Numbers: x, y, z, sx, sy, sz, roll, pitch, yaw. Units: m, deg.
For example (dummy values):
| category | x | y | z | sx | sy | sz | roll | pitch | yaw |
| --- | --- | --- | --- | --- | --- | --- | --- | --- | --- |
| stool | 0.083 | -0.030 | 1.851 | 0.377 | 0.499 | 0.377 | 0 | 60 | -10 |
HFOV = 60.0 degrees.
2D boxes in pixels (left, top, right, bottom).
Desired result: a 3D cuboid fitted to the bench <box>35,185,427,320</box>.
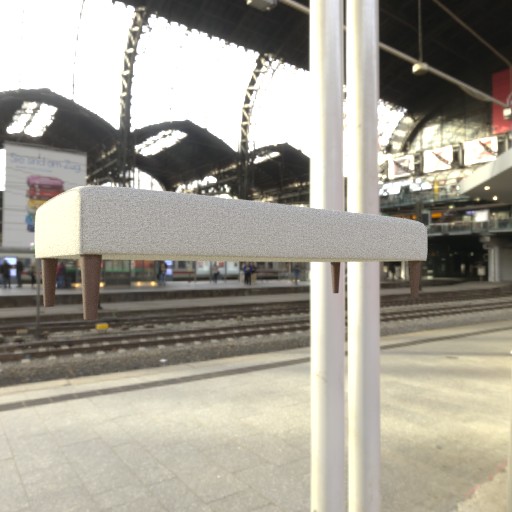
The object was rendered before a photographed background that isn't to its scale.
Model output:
| category | x | y | z | sx | sy | sz | roll | pitch | yaw |
| --- | --- | --- | --- | --- | --- | --- | --- | --- | --- |
| bench | 0.000 | 0.000 | 1.864 | 1.598 | 0.383 | 0.631 | 1 | -2 | -37 |
